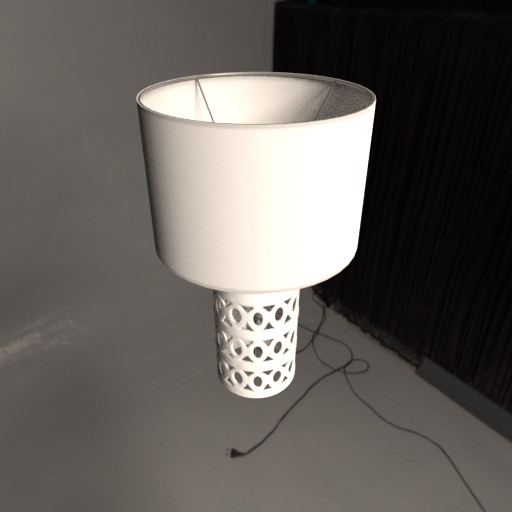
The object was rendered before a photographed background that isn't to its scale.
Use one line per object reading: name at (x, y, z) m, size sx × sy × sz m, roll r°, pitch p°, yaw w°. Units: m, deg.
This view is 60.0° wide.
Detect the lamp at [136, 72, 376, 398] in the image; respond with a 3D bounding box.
lamp at (0.000, 0.000, 0.711) m, size 0.310 × 0.502 × 0.310 m, roll 0°, pitch 32°, yaw 0°
